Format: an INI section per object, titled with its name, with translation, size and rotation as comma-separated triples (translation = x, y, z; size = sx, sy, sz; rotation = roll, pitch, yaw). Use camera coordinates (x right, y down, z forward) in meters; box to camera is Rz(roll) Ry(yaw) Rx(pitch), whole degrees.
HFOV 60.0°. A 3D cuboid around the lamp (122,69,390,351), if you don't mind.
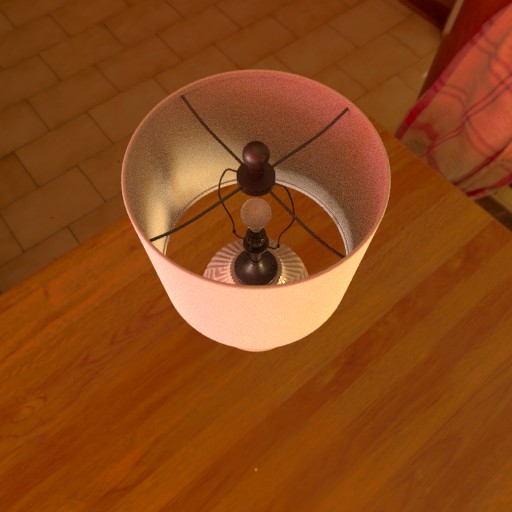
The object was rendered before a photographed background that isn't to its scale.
[lamp]
translation = 0.000, 0.000, 0.751
size = 0.318, 0.567, 0.318
rotation = 0, 64, 0
